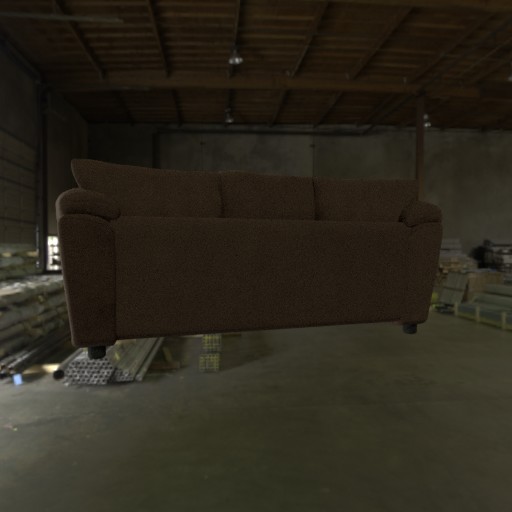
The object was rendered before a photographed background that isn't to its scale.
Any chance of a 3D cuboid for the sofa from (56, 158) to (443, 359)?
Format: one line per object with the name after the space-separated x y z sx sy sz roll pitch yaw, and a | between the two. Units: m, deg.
0.000 0.000 2.834 2.336 1.015 0.878 0 1 -19 | sofa
